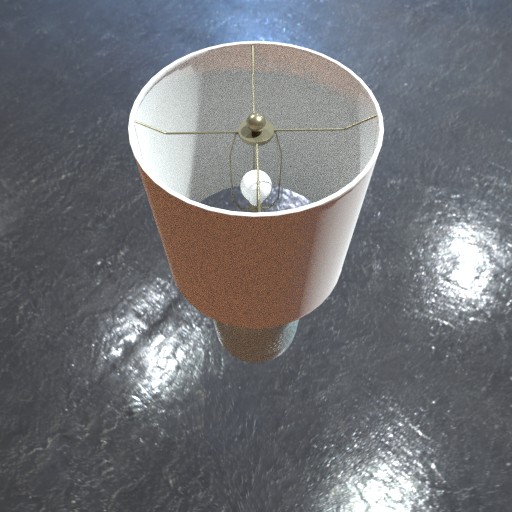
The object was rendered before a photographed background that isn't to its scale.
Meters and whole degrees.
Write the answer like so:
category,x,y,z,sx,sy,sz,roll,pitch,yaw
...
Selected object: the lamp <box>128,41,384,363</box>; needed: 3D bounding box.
category,x,y,z,sx,sy,sz,roll,pitch,yaw
lamp,0.000,0.000,1.100,0.418,0.871,0.418,32,63,19
